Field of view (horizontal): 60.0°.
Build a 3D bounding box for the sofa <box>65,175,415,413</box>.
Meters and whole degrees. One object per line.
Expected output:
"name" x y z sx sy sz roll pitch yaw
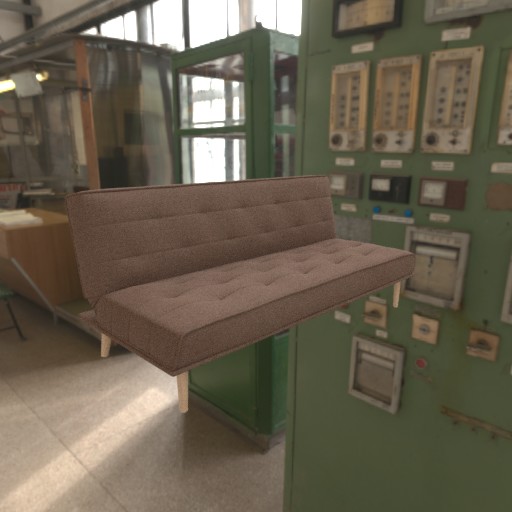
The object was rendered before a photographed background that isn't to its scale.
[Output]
"sofa" 0.000 0.000 2.469 1.820 0.810 1.038 -13 19 -43
